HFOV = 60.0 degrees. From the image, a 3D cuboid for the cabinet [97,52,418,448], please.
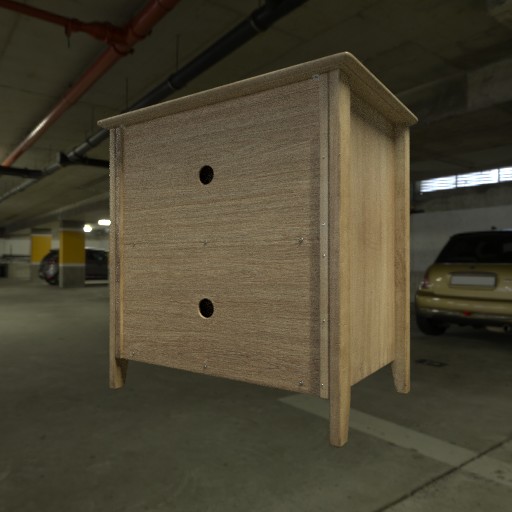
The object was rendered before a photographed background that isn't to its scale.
[{"bbox_3d":[0.000,0.000,1.246,0.763,0.762,0.503,0,0,34],"label":"cabinet"}]
